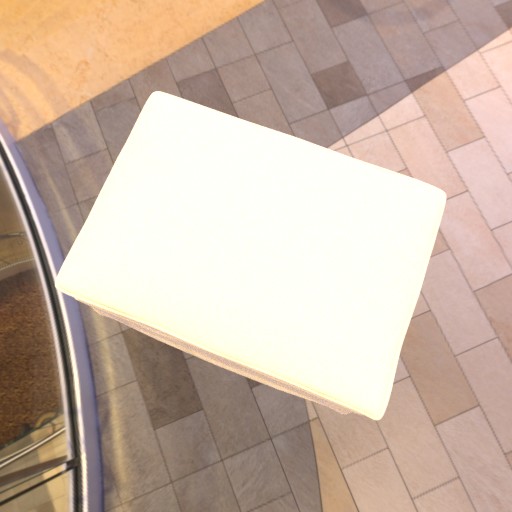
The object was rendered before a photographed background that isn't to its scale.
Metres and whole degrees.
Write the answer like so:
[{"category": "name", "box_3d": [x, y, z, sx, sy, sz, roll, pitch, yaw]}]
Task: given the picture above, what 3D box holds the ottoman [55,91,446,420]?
[{"category": "ottoman", "box_3d": [0.000, 0.000, 1.373, 0.944, 0.479, 0.703, 21, 76, 5]}]
